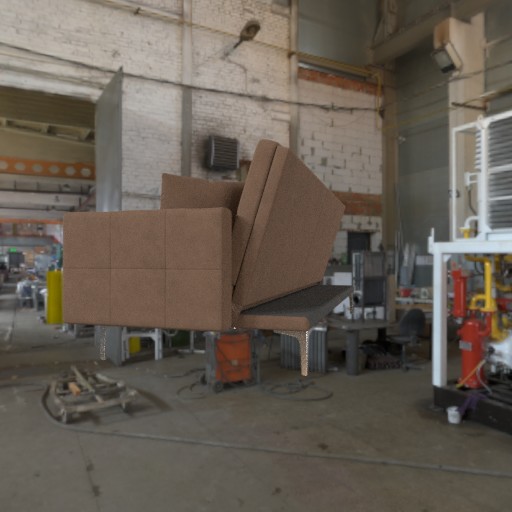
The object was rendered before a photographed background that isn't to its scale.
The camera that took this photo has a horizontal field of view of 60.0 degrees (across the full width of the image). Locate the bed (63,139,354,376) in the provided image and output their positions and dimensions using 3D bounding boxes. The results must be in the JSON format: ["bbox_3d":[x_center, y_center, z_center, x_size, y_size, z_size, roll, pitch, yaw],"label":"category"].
[{"bbox_3d":[0.000,0.000,2.374,0.889,0.787,1.905,0,0,17],"label":"bed"}]
